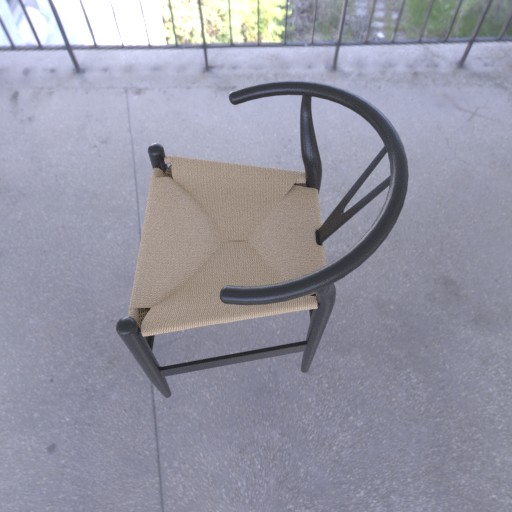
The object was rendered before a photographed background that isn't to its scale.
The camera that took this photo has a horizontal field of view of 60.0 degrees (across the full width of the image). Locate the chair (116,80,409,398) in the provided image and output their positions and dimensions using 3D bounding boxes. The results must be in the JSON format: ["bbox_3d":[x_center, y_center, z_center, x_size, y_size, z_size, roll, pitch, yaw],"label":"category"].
[{"bbox_3d":[0.000,0.000,1.144,0.570,0.739,0.570,0,57,0],"label":"chair"}]
